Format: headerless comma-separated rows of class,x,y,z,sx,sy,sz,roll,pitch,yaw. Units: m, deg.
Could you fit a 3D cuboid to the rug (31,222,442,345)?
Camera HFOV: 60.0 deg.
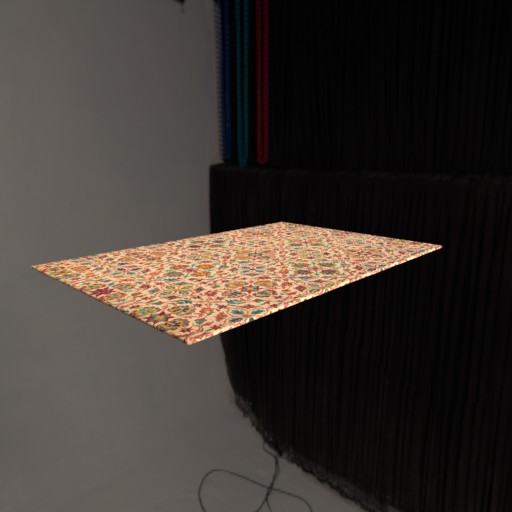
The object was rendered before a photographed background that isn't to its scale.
rug,0.000,0.000,2.936,1.541,0.018,2.297,13,19,43
